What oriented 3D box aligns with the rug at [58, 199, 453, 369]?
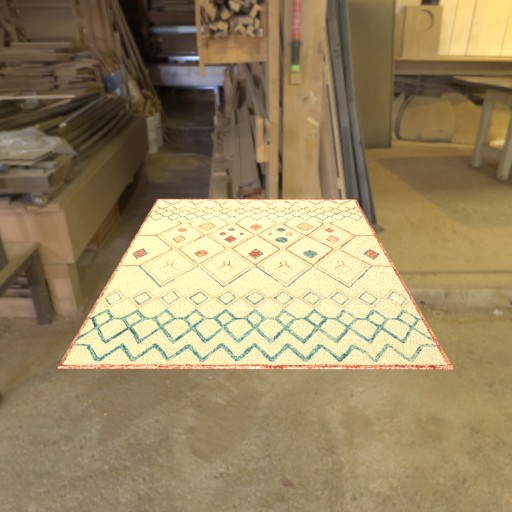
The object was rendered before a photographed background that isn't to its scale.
[{"bbox_3d":[0.000,0.000,4.085,2.441,0.016,3.050,0,27,0],"label":"rug"}]
